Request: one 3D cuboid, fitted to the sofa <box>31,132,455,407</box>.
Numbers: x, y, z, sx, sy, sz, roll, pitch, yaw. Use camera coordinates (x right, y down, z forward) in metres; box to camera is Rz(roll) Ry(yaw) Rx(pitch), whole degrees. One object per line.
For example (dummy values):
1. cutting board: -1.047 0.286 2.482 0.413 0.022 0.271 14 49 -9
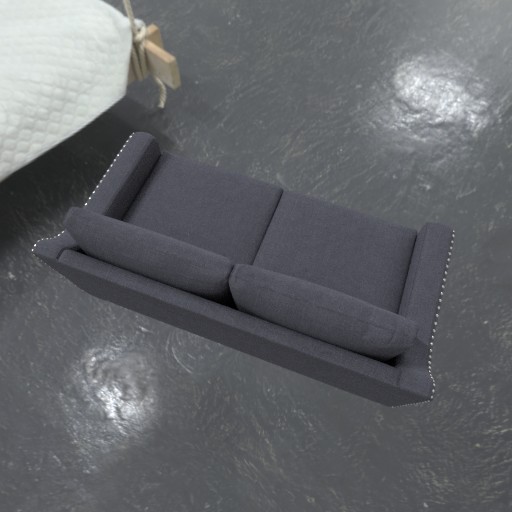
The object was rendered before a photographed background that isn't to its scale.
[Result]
1. sofa: 0.000 0.000 3.218 2.550 1.196 1.336 19 65 9
